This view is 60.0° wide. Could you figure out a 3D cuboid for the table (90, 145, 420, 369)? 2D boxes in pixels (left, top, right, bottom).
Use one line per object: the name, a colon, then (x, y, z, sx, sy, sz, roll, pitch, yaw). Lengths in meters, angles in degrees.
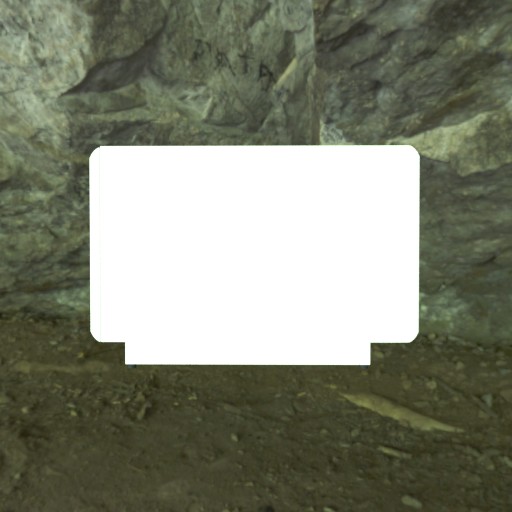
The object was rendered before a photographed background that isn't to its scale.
table: (0.000, 0.000, 1.402, 0.639, 0.442, 1.097, 0, 1, 1)
